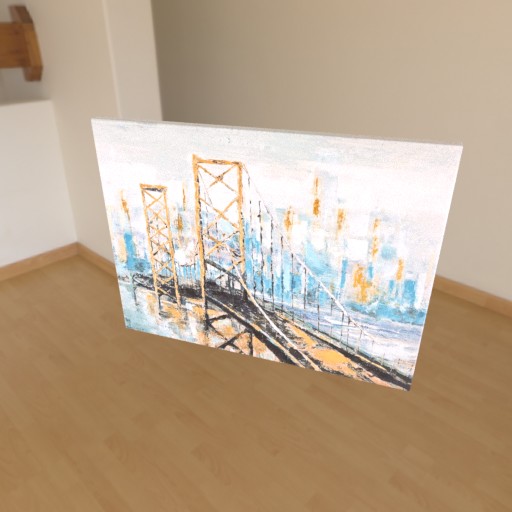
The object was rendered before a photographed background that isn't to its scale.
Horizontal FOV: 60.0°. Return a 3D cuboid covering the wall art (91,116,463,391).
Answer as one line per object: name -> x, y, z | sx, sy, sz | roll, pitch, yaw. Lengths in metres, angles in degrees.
wall art -> 0.000, 0.000, 1.352 | 1.016, 0.762, 0.038 | 9, 29, 16
